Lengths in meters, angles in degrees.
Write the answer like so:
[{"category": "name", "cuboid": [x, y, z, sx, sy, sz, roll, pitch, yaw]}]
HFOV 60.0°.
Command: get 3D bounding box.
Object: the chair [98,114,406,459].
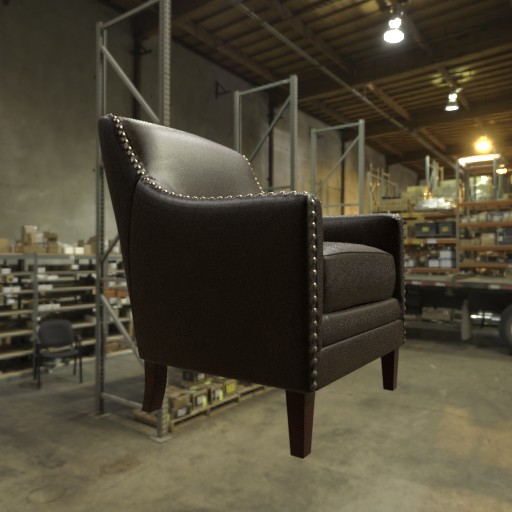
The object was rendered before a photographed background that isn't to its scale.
[{"category": "chair", "cuboid": [0.000, 0.000, 1.309, 0.704, 0.813, 0.639, 0, 0, 35]}]
